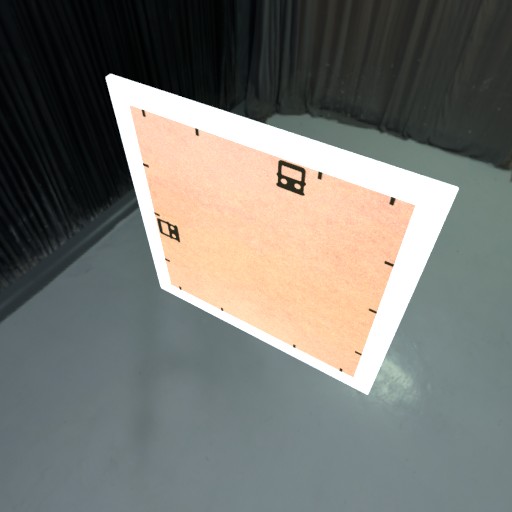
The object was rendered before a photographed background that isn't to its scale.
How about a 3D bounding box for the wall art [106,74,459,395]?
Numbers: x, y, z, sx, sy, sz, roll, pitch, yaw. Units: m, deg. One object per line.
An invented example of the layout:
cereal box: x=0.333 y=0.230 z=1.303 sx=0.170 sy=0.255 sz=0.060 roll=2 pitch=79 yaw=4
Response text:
wall art: x=0.000 y=0.000 z=0.868 sx=0.584 sy=0.584 sz=0.013 roll=24 pitch=53 yaw=20
